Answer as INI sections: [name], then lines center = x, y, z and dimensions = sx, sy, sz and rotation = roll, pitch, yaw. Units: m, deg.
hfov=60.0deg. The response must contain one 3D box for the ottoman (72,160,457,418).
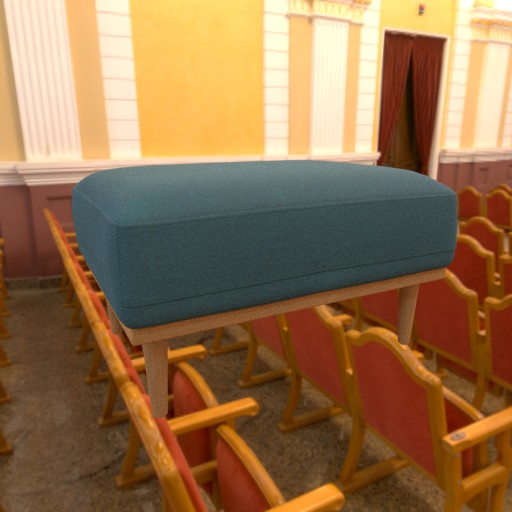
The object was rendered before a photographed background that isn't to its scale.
[ottoman]
center = 0.000, 0.000, 1.054
dimensions = 0.749, 0.428, 0.549
rotation = -8, 18, -27
